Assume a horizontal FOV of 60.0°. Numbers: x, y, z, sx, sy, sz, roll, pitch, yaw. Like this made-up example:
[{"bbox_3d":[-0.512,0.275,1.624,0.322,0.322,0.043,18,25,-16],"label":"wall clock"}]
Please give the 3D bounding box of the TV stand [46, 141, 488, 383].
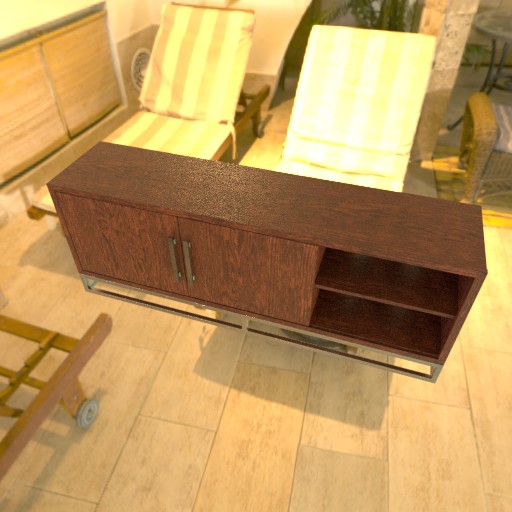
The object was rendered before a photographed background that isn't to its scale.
[{"bbox_3d":[0.000,0.000,1.787,1.541,0.578,0.382,12,43,14],"label":"TV stand"}]
